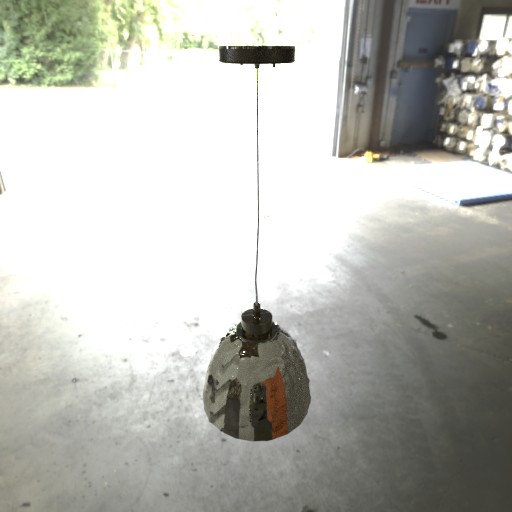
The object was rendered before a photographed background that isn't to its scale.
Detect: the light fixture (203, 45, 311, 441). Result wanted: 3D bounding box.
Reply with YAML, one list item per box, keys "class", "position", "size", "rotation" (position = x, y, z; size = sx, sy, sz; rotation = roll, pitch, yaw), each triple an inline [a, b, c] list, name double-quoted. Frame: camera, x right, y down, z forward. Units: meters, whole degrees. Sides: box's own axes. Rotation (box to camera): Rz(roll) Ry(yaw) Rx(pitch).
- class: "light fixture"
  position: [0.000, 0.000, 1.764]
  size: [0.500, 1.511, 0.496]
  rotation: [-18, 31, -32]
